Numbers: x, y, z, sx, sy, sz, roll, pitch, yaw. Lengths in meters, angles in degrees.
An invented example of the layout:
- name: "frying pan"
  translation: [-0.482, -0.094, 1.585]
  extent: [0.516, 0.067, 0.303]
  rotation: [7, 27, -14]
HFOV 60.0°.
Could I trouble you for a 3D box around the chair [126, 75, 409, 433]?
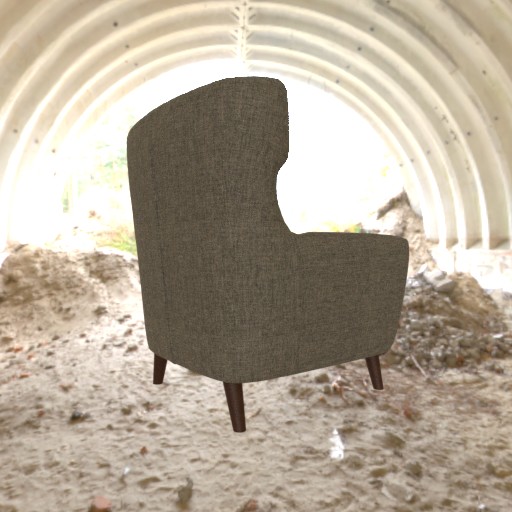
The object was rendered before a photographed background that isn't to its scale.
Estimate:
- name: "chair"
  translation: [0.000, 0.000, 1.773]
  extent: [0.904, 1.063, 0.878]
  rotation: [-1, 1, -37]
